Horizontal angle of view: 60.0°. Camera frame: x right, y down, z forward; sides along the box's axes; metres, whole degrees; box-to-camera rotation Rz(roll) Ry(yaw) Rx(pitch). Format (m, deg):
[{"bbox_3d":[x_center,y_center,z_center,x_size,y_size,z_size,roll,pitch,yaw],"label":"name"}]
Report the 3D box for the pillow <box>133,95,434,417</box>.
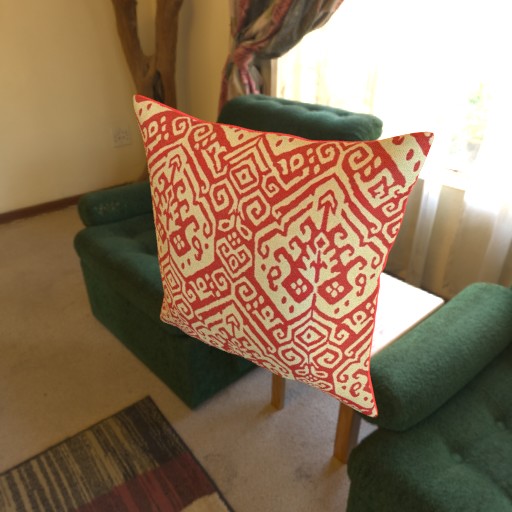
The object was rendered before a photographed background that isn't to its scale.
[{"bbox_3d":[0.000,0.000,0.790,0.522,0.507,0.192,18,34,28],"label":"pillow"}]
